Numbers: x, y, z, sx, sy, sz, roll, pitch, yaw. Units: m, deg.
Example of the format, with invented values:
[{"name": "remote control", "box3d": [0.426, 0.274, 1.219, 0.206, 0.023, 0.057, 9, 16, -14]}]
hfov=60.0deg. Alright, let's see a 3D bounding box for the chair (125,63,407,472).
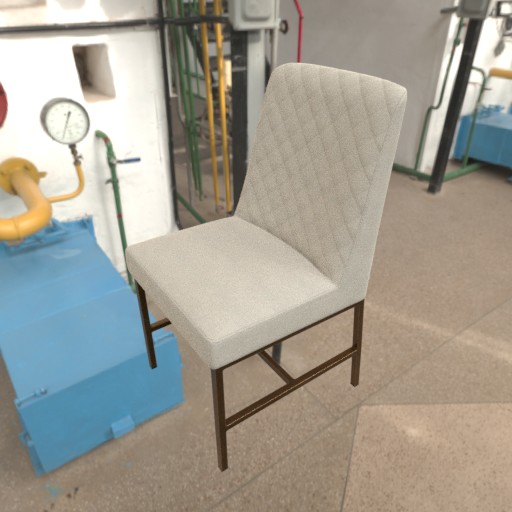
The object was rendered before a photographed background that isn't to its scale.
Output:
[{"name": "chair", "box3d": [0.000, 0.000, 1.253, 0.597, 0.933, 0.503, -21, 38, -29]}]
